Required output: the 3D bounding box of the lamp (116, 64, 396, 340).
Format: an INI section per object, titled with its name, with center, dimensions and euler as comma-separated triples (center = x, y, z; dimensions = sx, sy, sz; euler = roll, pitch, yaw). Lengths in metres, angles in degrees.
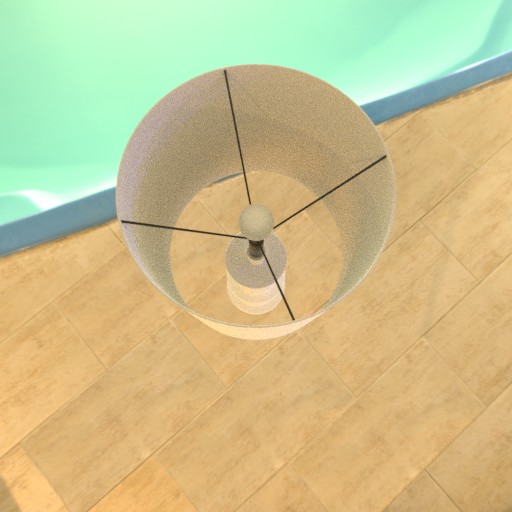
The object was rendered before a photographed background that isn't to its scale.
[lamp]
center = 0.000, 0.000, 0.551
dimensions = 0.208, 0.455, 0.208
euler = -34, 79, -7
